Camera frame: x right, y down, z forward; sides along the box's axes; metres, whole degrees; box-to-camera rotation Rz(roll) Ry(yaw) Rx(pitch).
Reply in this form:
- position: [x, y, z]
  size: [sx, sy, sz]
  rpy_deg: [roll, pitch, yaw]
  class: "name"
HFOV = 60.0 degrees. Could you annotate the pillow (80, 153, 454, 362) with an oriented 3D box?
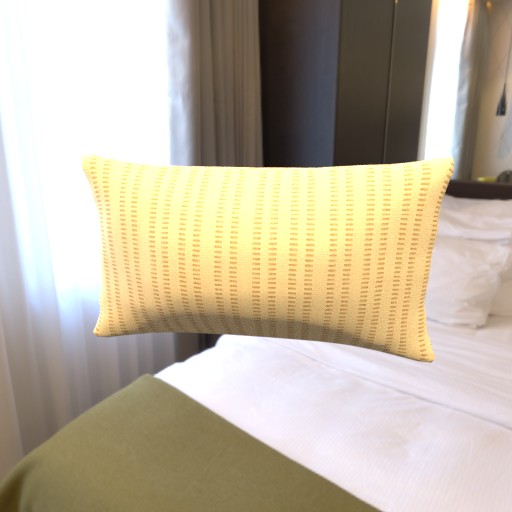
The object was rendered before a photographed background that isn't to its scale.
- position: [0.000, 0.000, 0.792]
  size: [0.640, 0.353, 0.210]
  rpy_deg: [2, 16, 9]
  class: "pillow"
